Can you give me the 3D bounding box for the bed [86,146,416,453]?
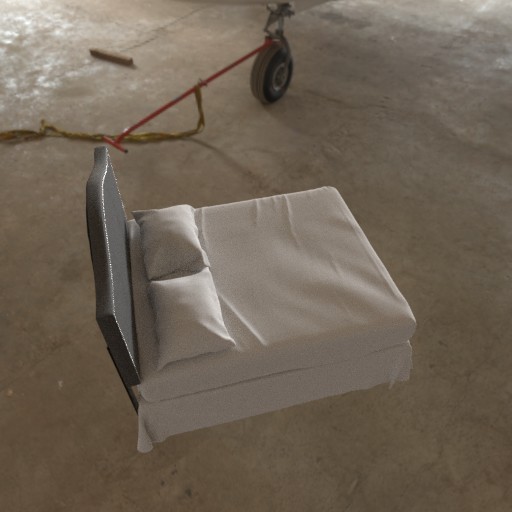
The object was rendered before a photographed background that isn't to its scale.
[{"bbox_3d":[0.000,0.000,3.382,2.221,1.645,1.876,-11,48,-10],"label":"bed"}]
